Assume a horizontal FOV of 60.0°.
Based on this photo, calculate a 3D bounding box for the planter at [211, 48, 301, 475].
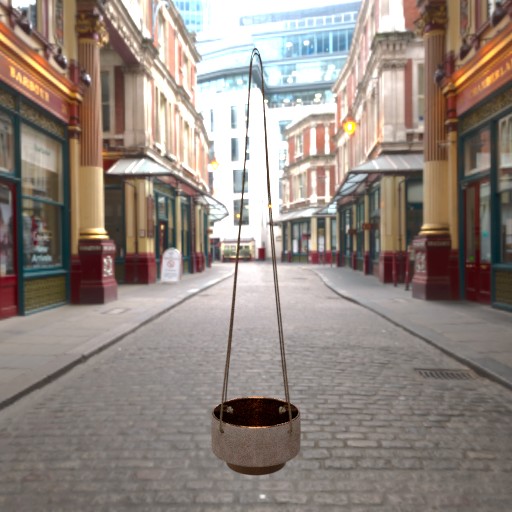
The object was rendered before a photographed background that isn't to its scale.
[{"bbox_3d":[0.000,0.000,1.115,0.223,1.030,0.223,0,0,0],"label":"planter"}]
